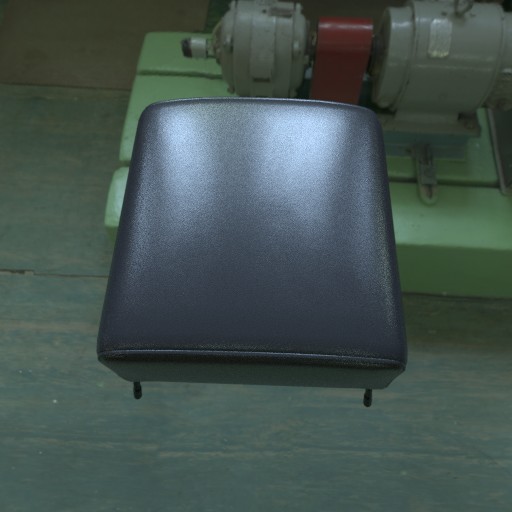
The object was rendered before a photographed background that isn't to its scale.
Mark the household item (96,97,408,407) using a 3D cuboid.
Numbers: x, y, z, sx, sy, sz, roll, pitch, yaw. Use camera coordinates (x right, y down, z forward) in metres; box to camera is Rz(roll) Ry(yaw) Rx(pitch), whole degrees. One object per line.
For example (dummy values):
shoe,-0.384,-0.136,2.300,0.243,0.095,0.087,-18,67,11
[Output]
household item,0.000,0.000,0.912,0.530,0.410,0.530,2,65,1
